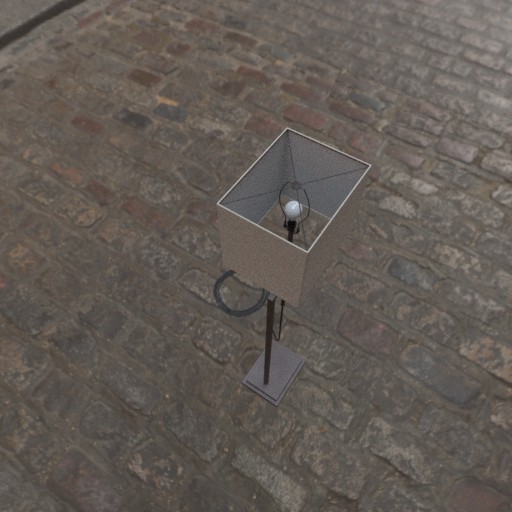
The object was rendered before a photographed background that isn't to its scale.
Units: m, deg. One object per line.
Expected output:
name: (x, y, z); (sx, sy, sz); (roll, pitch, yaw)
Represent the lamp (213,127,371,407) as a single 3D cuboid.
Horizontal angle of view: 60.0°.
lamp: (0.000, 0.000, 2.030); (0.774, 1.600, 0.698); (29, 62, 18)
